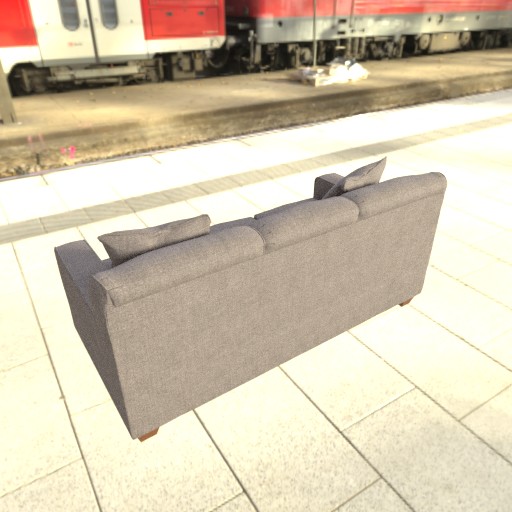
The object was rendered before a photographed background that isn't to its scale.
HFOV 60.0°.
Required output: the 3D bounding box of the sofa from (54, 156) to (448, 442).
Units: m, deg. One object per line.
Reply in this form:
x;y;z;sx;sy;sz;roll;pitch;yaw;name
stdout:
0.000;0.000;2.592;2.024;0.958;0.997;-19;36;-29;sofa
